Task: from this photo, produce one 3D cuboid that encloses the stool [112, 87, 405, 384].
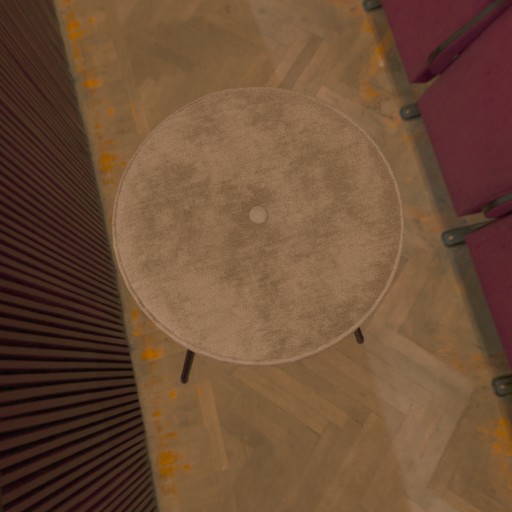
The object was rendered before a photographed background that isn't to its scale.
[{"bbox_3d":[0.000,0.000,0.863,0.457,0.538,0.423,-12,76,-3],"label":"stool"}]
